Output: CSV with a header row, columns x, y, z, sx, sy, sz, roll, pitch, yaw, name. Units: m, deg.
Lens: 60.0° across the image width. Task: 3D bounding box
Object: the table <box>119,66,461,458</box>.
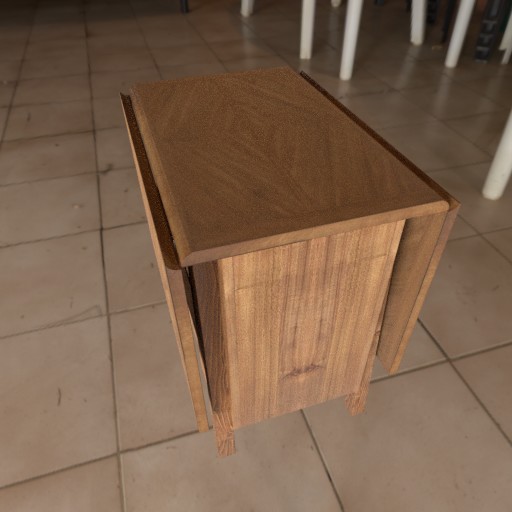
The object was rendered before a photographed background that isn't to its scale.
x,y,z,sx,sy,sz,roll,pitch,yaw,name
0.000,0.000,1.616,0.701,0.981,0.967,-12,43,-14,table
